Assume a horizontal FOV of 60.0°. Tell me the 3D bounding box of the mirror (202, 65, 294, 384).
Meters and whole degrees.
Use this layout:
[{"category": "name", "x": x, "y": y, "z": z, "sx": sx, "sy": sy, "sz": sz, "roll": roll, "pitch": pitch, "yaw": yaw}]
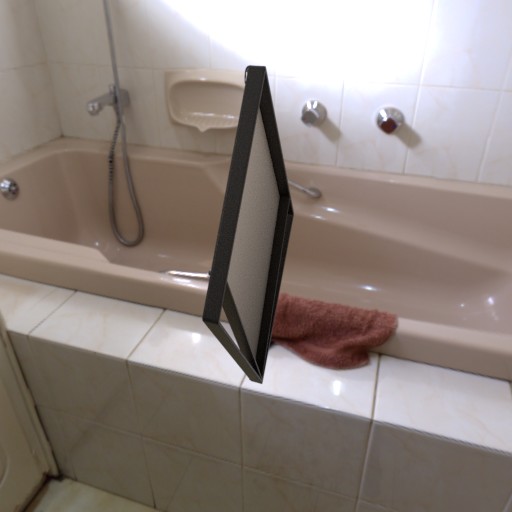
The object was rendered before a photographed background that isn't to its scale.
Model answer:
[{"category": "mirror", "x": 0.000, "y": 0.000, "z": 0.853, "sx": 0.032, "sy": 0.679, "sz": 0.419, "roll": 11, "pitch": 32, "yaw": 17}]
